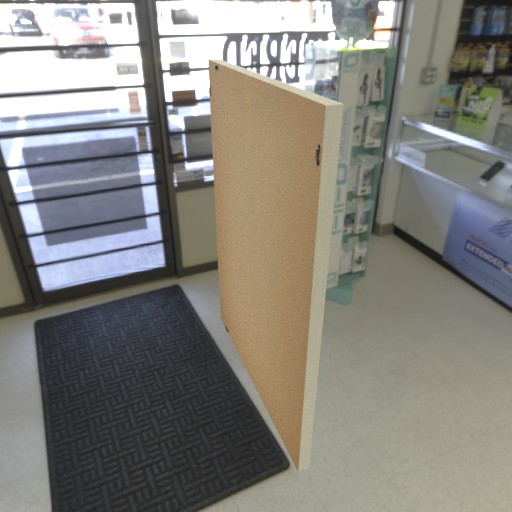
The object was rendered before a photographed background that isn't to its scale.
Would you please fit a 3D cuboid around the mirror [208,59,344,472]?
[{"bbox_3d":[0.000,0.000,1.334,0.040,1.016,0.762,-11,32,-18],"label":"mirror"}]
